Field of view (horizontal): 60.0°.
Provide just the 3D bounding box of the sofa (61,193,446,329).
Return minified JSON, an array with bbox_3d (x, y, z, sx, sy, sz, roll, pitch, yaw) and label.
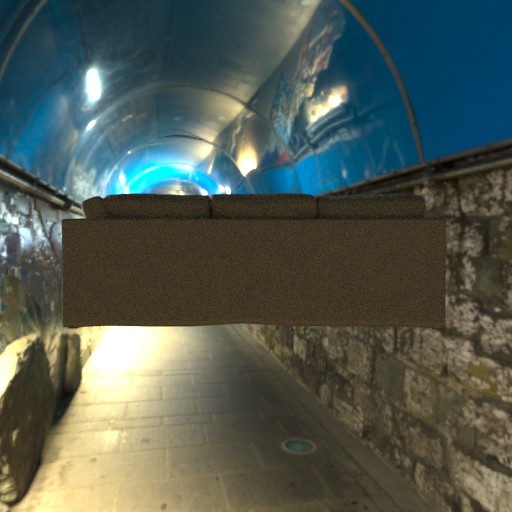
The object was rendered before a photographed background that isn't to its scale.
[{"bbox_3d":[0.000,0.000,4.489,2.427,0.882,3.460,0,1,0],"label":"sofa"}]
